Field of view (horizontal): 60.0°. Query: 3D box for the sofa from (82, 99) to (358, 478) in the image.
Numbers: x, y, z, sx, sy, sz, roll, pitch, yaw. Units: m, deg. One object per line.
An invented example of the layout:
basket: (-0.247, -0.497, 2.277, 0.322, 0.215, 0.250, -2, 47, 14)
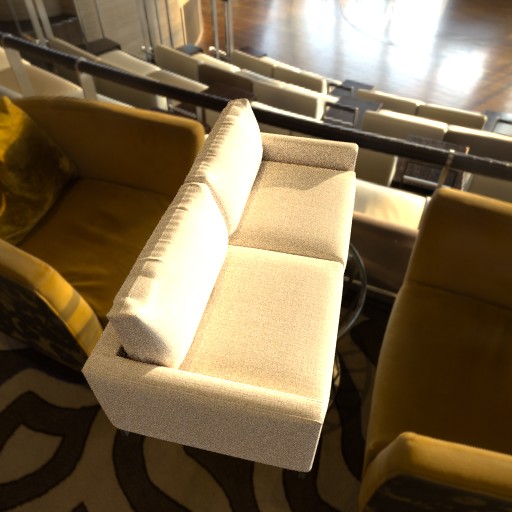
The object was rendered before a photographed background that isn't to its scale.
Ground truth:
sofa: (0.000, 0.000, 2.077, 0.839, 0.812, 1.651, 9, 47, 9)
